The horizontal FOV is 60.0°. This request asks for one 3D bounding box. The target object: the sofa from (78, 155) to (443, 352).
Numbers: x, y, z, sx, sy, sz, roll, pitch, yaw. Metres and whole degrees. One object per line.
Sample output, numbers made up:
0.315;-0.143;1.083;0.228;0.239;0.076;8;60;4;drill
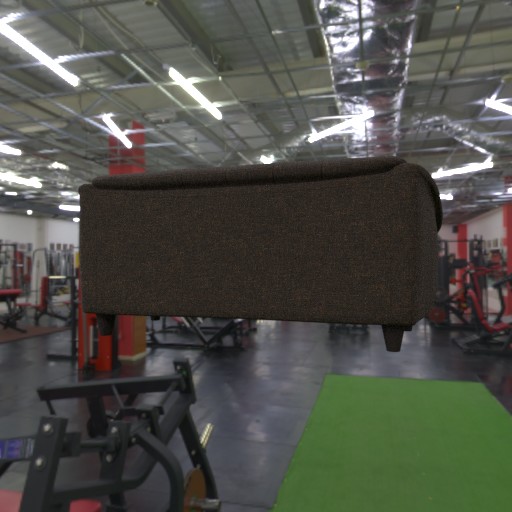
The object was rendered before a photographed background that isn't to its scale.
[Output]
0.000;0.000;2.316;1.849;0.790;0.887;0;-1;17;sofa
